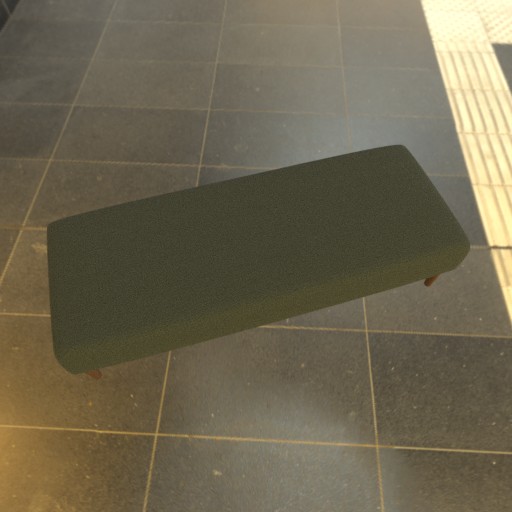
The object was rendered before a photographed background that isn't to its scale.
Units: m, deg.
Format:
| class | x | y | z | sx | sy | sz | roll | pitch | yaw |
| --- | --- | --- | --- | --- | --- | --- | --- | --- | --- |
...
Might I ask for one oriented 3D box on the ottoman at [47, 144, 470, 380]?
| class | x | y | z | sx | sy | sz | roll | pitch | yaw |
| --- | --- | --- | --- | --- | --- | --- | --- | --- | --- |
| ottoman | 0.000 | 0.000 | 1.907 | 1.609 | 0.393 | 0.646 | -14 | 58 | -9 |
